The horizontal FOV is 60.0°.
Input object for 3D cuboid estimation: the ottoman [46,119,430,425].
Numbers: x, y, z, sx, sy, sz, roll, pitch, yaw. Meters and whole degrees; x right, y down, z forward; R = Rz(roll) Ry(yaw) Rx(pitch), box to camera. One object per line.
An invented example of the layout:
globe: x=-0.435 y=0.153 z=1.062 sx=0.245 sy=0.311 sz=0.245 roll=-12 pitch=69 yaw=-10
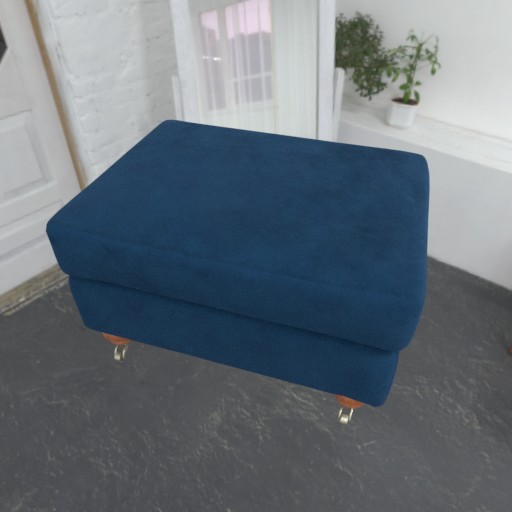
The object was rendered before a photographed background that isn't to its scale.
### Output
ottoman: x=0.000 y=0.000 z=1.148 sx=0.773 sy=0.503 sz=0.572 roll=12 pitch=42 yaw=13
